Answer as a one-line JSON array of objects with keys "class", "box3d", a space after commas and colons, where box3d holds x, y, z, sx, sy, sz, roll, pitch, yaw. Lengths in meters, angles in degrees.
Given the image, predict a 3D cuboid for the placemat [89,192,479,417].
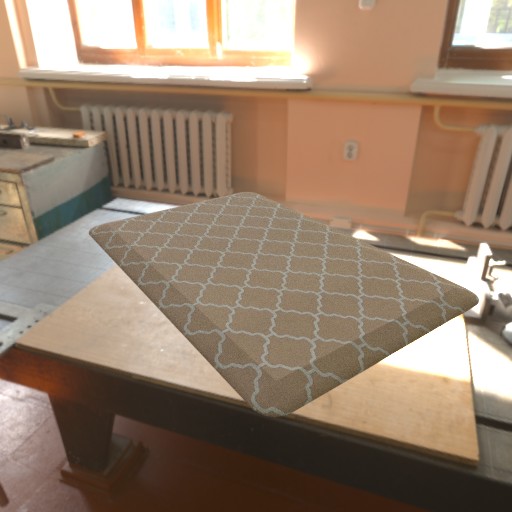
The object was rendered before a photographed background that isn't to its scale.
[{"class": "placemat", "box3d": [0.000, 0.000, 0.960, 0.508, 0.021, 0.762, -18, 32, -31]}]
